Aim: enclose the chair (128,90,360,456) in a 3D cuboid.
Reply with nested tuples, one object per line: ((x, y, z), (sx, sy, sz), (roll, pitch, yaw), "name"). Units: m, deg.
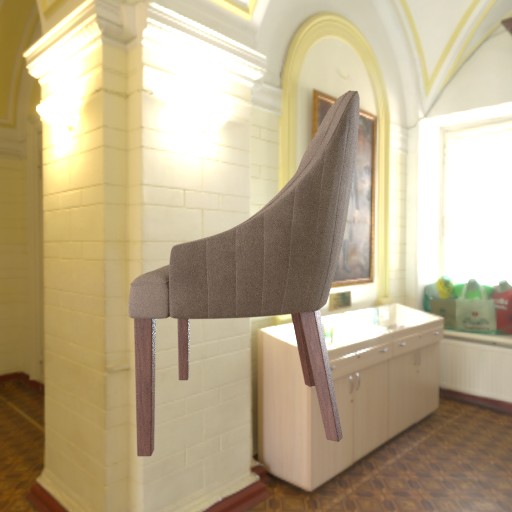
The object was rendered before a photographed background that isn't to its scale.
((0.000, 0.000, 1.290), (0.575, 0.889, 0.643), (0, 1, -1), "chair")
